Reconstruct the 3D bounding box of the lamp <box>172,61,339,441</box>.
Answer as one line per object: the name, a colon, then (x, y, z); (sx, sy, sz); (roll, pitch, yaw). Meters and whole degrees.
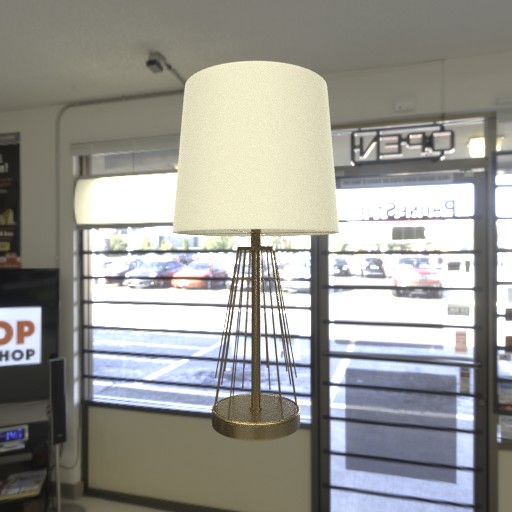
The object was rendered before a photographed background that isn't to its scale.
lamp: (0.000, 0.000, 0.818); (0.303, 0.618, 0.303); (0, 0, 0)
